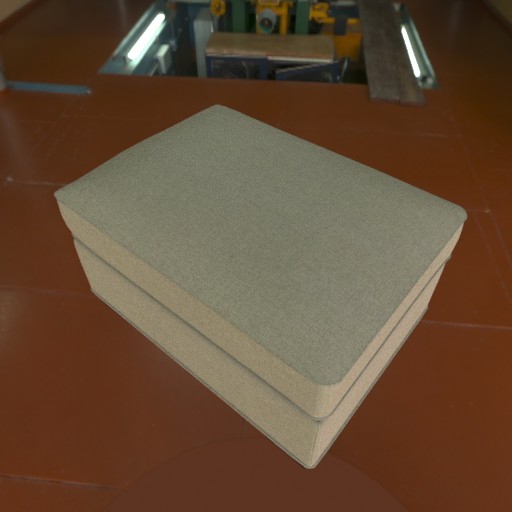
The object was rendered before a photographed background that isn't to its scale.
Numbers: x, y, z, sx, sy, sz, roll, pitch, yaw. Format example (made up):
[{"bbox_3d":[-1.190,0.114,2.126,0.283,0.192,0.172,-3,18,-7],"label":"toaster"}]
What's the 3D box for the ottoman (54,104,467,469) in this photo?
[{"bbox_3d":[0.000,0.000,1.221,0.843,0.504,0.619,31,54,26],"label":"ottoman"}]
